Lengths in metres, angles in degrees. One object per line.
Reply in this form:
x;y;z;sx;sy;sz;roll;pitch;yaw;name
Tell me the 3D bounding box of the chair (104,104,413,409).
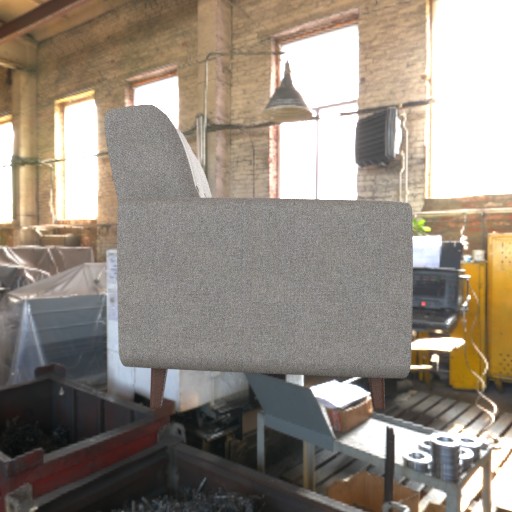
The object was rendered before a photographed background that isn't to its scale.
0.000;0.000;1.664;0.942;0.968;0.845;0;1;0;chair
